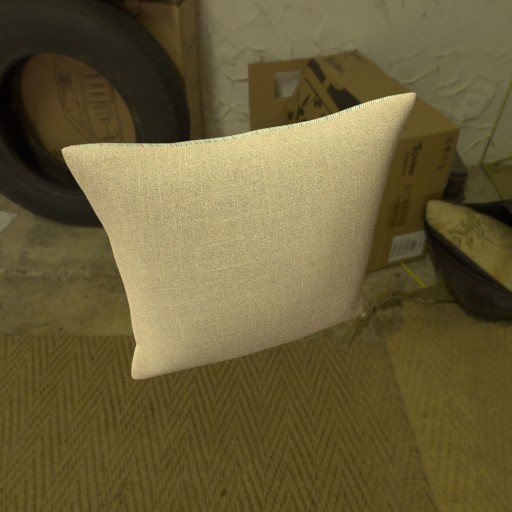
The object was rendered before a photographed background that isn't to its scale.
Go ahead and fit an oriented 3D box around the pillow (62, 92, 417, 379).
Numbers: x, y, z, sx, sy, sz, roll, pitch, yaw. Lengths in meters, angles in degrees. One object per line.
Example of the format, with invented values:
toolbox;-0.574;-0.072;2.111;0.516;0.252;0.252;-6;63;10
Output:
pillow;0.000;0.000;0.766;0.512;0.506;0.178;-13;44;-14
